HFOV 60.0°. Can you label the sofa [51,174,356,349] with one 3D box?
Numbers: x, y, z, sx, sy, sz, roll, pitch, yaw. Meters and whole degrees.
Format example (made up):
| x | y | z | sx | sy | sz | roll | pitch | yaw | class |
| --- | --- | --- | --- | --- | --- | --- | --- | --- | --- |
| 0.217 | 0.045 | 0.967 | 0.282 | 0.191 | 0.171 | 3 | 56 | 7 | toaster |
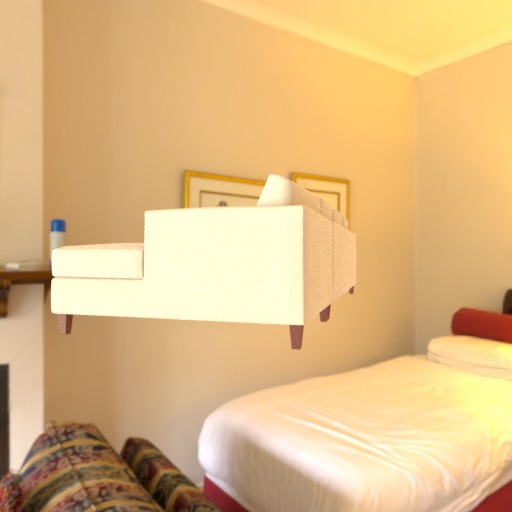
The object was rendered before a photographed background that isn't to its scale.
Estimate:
| x | y | z | sx | sy | sz | roll | pitch | yaw | class |
| --- | --- | --- | --- | --- | --- | --- | --- | --- | --- |
| 0.000 | 0.000 | 4.124 | 1.599 | 0.954 | 3.471 | 0 | 0 | 17 | sofa |
